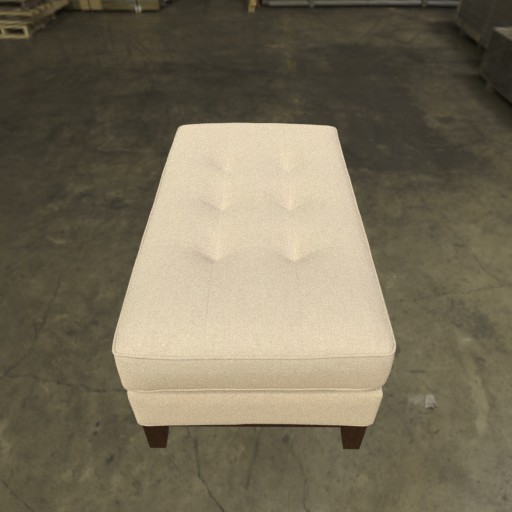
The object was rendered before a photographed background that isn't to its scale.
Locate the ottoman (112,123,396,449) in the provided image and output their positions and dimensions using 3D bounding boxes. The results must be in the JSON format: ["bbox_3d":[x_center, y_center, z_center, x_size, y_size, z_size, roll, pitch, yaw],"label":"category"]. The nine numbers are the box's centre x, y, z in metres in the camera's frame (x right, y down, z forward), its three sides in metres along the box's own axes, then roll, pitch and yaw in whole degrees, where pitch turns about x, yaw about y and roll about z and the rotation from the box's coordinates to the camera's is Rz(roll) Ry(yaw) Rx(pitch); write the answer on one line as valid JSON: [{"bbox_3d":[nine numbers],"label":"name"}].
[{"bbox_3d":[0.000,0.000,1.500,0.648,0.508,1.143,0,42,0],"label":"ottoman"}]
